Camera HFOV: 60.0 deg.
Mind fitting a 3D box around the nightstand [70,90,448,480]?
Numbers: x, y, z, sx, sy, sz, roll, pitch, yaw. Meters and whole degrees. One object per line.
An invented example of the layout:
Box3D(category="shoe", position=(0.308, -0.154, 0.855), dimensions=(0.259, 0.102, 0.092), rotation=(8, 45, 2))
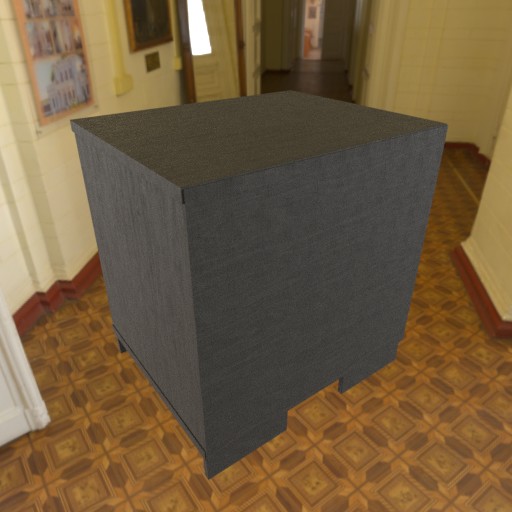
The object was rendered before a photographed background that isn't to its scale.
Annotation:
Box3D(category="nightstand", position=(0.000, 0.000, 0.753), dimensions=(0.427, 0.448, 0.347), rotation=(-20, 35, -31))
